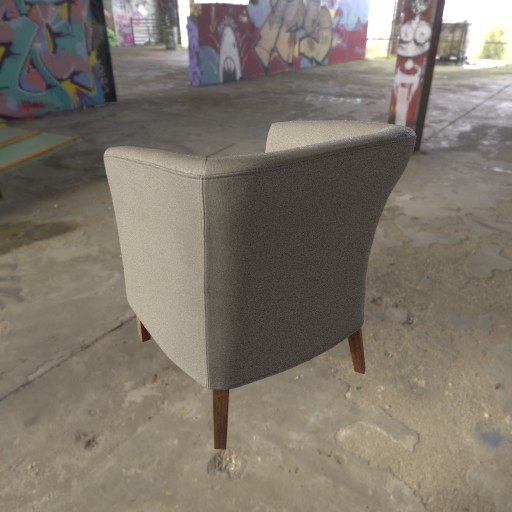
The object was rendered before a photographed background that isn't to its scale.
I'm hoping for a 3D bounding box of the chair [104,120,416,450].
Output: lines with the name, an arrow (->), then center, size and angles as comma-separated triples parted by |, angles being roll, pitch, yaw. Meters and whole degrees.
chair -> 0.000, 0.000, 1.243 | 0.600, 0.771, 0.668 | -18, 33, -29
